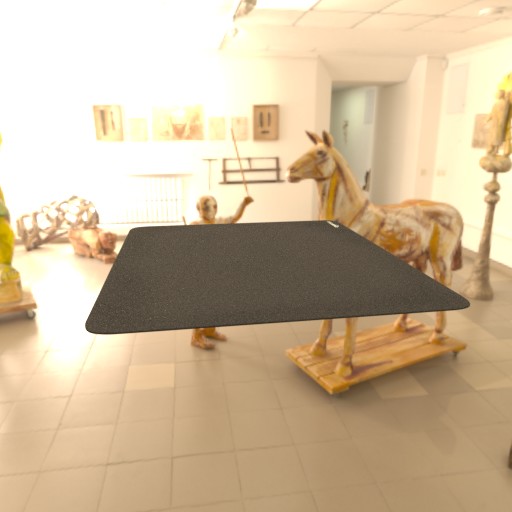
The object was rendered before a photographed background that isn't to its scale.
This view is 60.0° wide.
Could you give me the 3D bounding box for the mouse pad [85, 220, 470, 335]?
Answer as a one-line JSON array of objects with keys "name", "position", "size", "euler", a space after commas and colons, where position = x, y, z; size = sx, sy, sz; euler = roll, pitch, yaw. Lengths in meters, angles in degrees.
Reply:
[{"name": "mouse pad", "position": [0.000, 0.000, 0.637], "size": [0.393, 0.002, 0.451], "euler": [-3, 16, -9]}]
